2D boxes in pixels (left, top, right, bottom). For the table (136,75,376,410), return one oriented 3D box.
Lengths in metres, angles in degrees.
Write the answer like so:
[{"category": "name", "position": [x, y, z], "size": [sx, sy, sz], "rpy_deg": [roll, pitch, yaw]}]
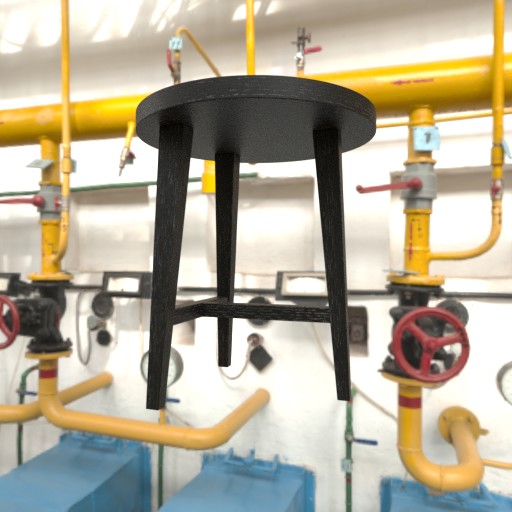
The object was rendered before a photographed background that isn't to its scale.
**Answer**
[{"category": "table", "position": [0.000, 0.000, 0.761], "size": [0.399, 0.460, 0.399], "rpy_deg": [0, 0, 0]}]
